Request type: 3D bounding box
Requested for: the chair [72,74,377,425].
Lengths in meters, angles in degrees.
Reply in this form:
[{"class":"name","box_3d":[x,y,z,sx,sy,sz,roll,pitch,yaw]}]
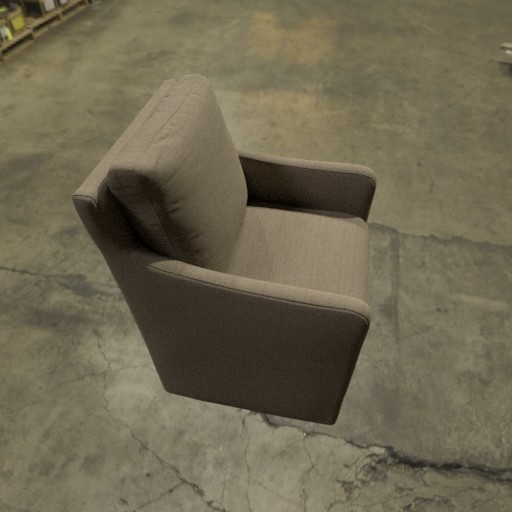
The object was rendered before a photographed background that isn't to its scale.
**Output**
[{"class":"chair","box_3d":[0.000,0.000,1.374,0.694,0.914,0.626,9,47,8]}]
